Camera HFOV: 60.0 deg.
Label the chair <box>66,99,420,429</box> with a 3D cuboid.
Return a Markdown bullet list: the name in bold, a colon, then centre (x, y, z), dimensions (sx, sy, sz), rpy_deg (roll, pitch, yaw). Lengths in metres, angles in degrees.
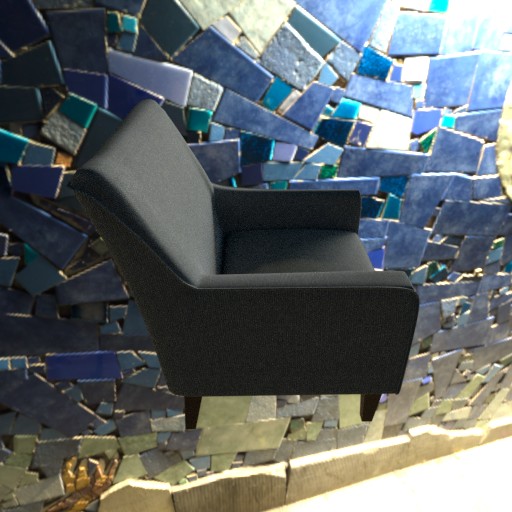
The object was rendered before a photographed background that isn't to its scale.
- **chair**: centre (0.000, 0.000, 1.572), dimensions (0.899, 0.919, 0.780), rpy_deg (-1, 31, -1)
